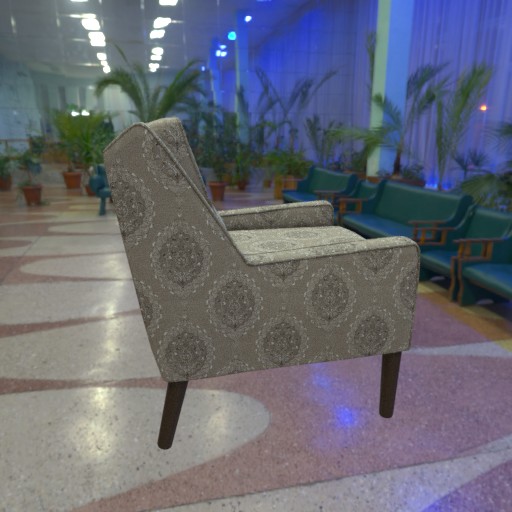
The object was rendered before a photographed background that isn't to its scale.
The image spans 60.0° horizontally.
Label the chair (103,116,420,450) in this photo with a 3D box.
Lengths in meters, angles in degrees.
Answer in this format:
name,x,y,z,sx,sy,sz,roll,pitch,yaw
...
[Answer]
name,x,y,z,sx,sy,sz,roll,pitch,yaw
chair,0.000,0.000,1.332,0.750,0.797,0.665,-3,17,-12
